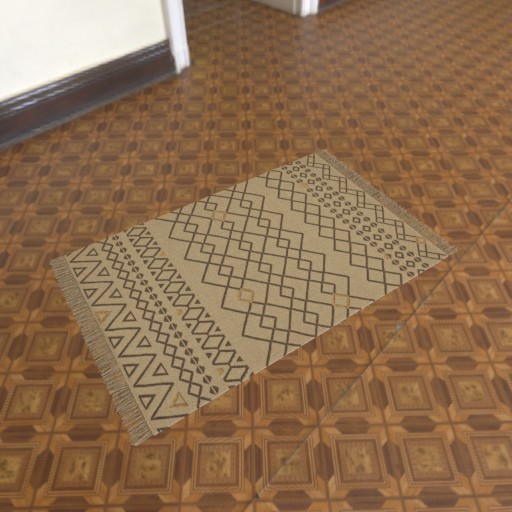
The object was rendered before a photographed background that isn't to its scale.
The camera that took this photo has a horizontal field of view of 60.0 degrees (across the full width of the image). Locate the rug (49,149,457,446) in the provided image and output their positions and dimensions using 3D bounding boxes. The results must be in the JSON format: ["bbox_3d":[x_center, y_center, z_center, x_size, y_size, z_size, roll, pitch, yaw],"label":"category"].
[{"bbox_3d":[0.000,0.000,3.095,2.472,0.035,1.495,-26,53,-22],"label":"rug"}]
